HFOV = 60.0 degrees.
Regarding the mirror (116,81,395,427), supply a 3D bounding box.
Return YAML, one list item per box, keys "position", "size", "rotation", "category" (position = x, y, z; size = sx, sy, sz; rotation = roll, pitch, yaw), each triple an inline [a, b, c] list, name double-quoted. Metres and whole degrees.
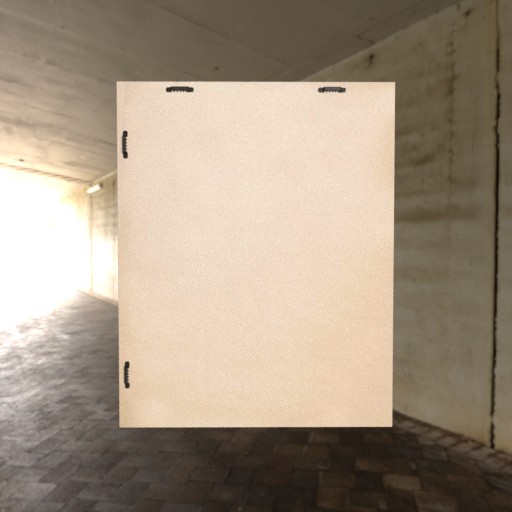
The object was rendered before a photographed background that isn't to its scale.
- position: [0.000, 0.000, 0.666]
  size: [0.405, 0.508, 0.041]
  rotation: [0, 2, 0]
  category: "mirror"
